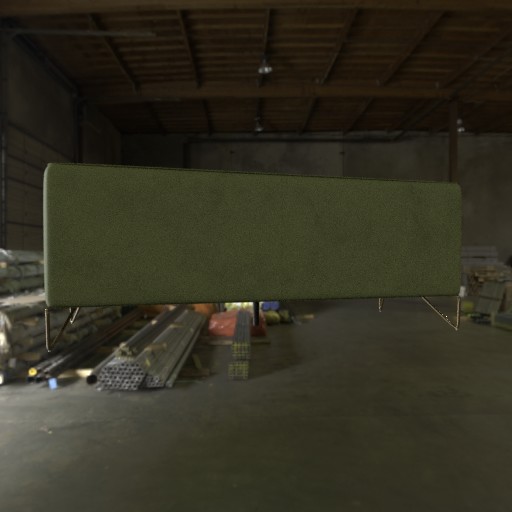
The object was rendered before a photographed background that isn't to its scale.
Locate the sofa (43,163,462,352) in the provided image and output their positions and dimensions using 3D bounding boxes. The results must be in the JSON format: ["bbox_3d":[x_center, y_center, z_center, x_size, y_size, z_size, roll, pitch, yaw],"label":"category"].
[{"bbox_3d":[0.000,0.000,2.499,2.087,0.789,0.867,0,0,-16],"label":"sofa"}]
